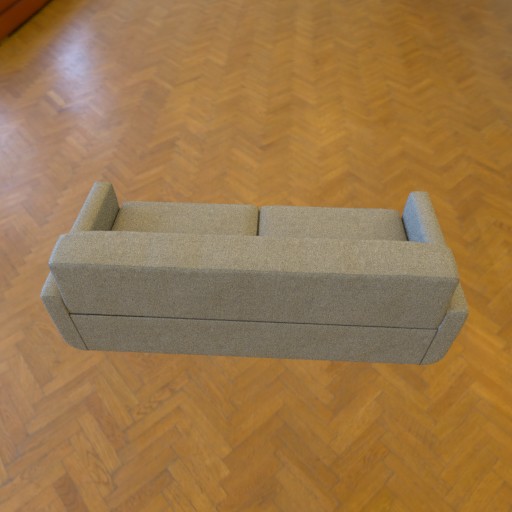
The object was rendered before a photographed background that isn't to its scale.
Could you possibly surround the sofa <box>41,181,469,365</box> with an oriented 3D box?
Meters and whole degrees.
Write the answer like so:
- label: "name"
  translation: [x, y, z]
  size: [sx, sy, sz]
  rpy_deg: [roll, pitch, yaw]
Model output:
- label: "sofa"
  translation: [0.000, 0.000, 2.544]
  size: [2.055, 0.873, 0.968]
  rpy_deg: [2, 47, 2]
